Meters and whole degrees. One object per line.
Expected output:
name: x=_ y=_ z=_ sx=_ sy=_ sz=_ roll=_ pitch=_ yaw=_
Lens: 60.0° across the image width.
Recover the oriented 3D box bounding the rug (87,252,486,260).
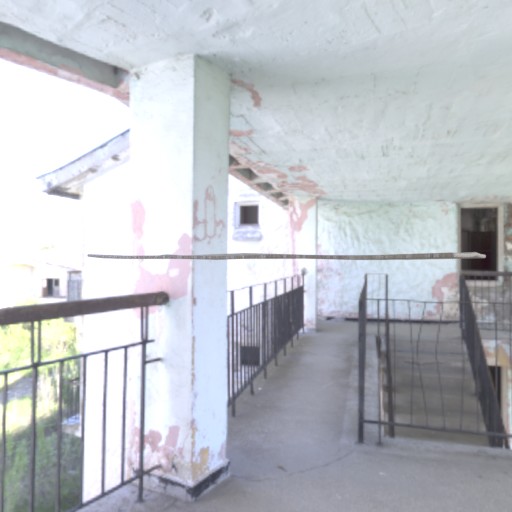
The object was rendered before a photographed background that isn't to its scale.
rug: x=0.000 y=0.000 z=2.753 sx=2.452 sy=0.051 sz=0.752 roll=0 pitch=-1 yaw=36
